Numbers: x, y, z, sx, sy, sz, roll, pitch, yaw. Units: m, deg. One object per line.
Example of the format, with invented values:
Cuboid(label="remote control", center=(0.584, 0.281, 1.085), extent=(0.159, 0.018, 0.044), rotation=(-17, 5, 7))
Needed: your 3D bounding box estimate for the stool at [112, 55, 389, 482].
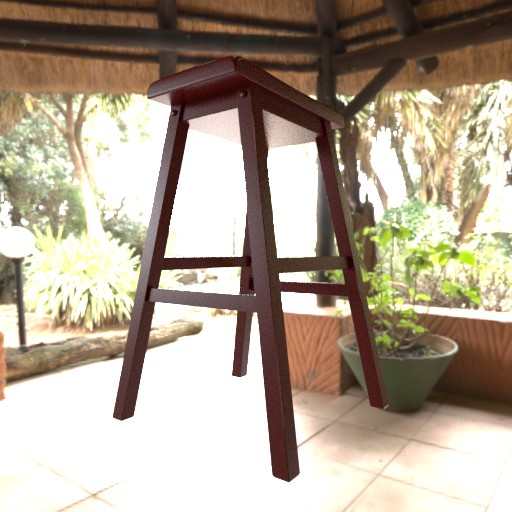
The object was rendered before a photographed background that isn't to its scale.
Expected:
Cuboid(label="stool", center=(0.000, 0.000, 1.046), extent=(0.476, 0.737, 0.457), rotation=(0, 1, 37))
